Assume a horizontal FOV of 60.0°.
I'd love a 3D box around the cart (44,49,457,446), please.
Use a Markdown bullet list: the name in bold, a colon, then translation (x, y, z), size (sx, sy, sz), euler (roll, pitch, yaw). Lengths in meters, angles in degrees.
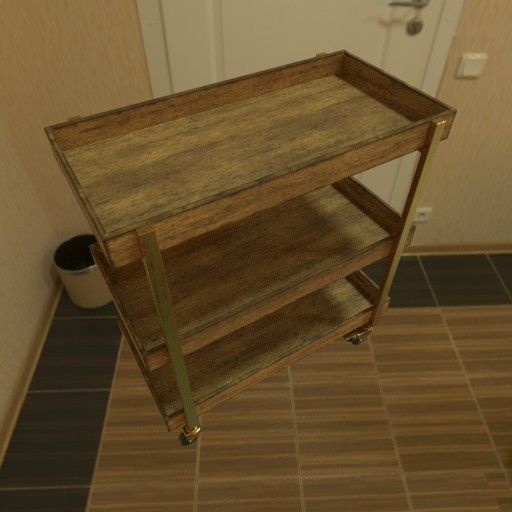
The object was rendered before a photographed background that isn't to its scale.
- **cart**: translation (0.000, 0.000, 1.180), size (0.750, 0.799, 0.416), euler (-23, 50, -21)
